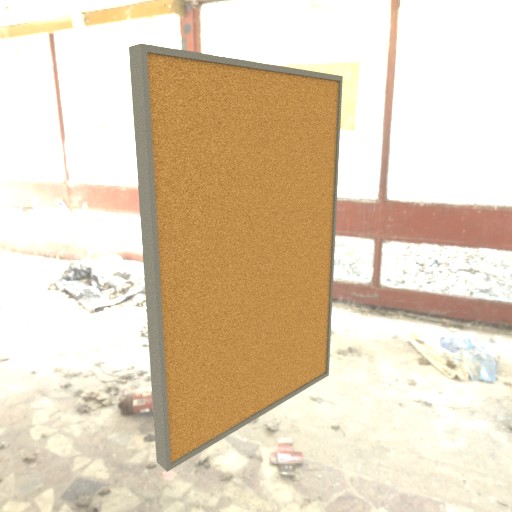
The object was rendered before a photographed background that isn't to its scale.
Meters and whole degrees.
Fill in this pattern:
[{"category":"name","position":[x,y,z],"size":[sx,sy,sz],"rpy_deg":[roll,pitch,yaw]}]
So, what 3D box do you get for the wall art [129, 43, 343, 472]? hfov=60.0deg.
[{"category":"wall art","position":[0.000,0.000,0.936],"size":[0.511,0.753,0.039],"rpy_deg":[-14,20,-42]}]
